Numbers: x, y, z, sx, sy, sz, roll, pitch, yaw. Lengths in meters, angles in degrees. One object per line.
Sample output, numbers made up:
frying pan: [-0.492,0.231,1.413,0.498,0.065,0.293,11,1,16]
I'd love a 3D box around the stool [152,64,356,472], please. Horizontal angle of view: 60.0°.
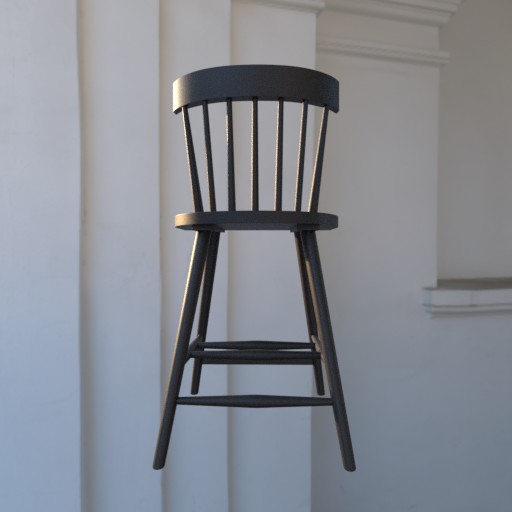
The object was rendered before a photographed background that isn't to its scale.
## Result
stool: [0.000,0.000,1.257,0.494,0.953,0.549,0,1,1]
